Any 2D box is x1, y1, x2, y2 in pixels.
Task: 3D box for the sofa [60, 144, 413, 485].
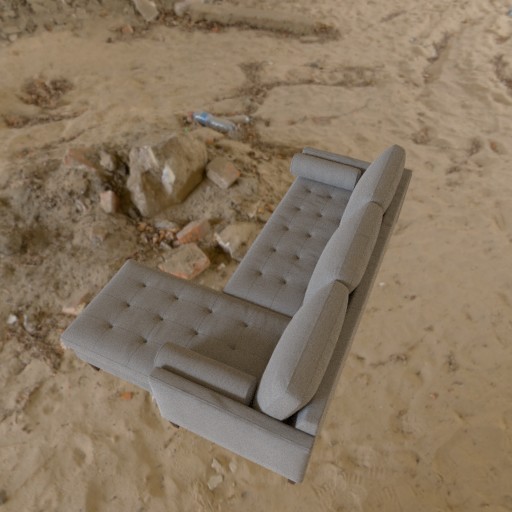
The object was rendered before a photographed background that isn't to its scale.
[{"bbox_3d":[0.000,0.000,2.875,1.506,0.875,2.178,19,50,17],"label":"sofa"}]
